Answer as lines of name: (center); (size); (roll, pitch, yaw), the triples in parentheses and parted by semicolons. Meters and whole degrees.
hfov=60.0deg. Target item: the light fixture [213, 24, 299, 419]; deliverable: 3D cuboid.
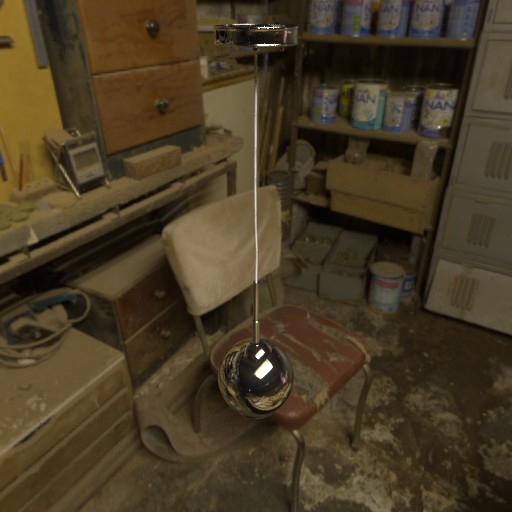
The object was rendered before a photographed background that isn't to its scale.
light fixture: (0.000, 0.000, 1.667); (0.336, 1.538, 0.336); (18, 34, 29)
